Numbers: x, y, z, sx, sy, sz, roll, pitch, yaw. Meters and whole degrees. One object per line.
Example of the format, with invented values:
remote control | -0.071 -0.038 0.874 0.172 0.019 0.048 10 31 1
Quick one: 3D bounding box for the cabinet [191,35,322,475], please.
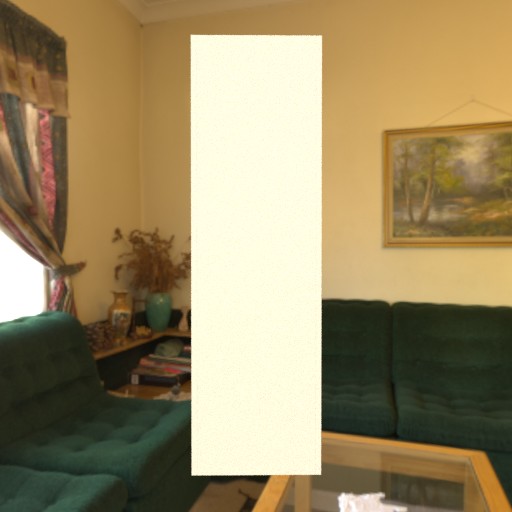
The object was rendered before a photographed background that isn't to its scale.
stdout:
cabinet | 0.000 0.000 1.510 0.400 1.350 0.300 0 1 -1
